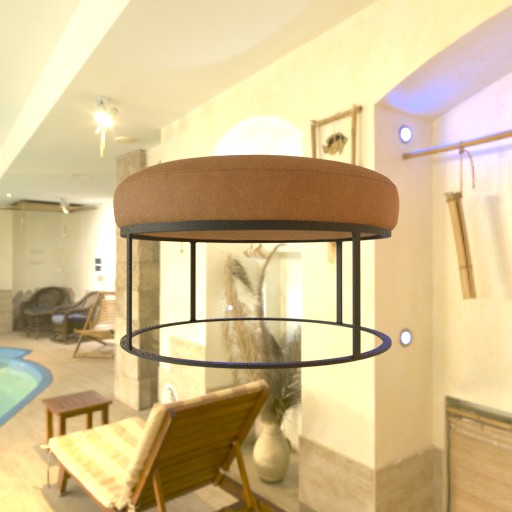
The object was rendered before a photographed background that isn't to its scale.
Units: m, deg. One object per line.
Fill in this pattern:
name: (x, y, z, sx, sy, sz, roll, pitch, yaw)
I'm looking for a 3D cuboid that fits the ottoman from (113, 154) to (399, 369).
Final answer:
ottoman: (0.000, 0.000, 1.257, 0.771, 0.460, 0.771, 0, 0, 0)
